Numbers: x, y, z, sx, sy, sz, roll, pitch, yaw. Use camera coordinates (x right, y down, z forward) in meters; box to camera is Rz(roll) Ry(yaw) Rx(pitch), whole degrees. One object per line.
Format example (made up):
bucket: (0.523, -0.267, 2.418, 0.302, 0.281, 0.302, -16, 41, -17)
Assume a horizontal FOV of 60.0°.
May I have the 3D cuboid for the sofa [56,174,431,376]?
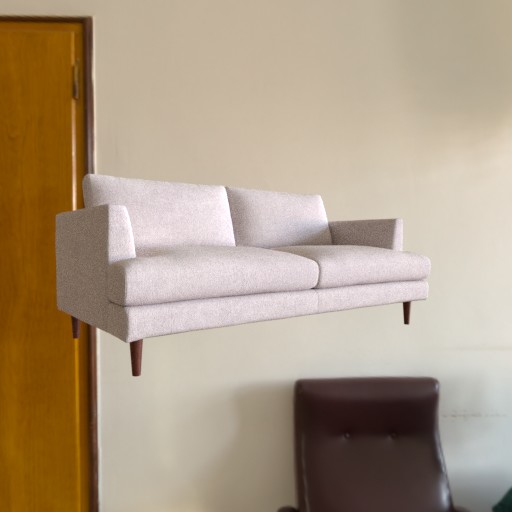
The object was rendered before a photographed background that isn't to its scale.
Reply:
sofa: (0.000, 0.000, 2.548, 1.948, 0.868, 1.020, -1, 2, -37)
